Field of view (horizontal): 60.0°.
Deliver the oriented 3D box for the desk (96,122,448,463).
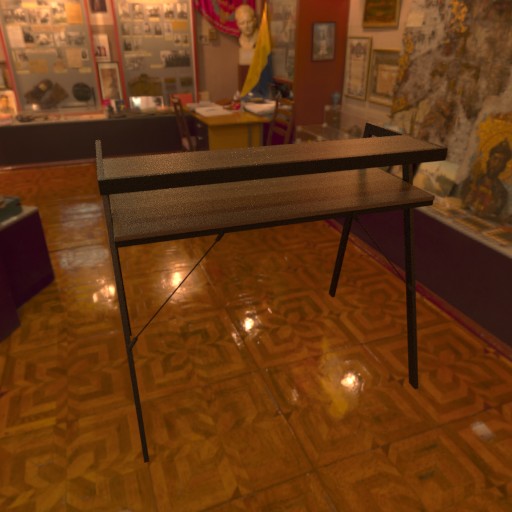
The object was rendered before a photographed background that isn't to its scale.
[{"bbox_3d":[0.000,0.000,1.890,1.143,0.998,0.936,-9,28,-16],"label":"desk"}]
